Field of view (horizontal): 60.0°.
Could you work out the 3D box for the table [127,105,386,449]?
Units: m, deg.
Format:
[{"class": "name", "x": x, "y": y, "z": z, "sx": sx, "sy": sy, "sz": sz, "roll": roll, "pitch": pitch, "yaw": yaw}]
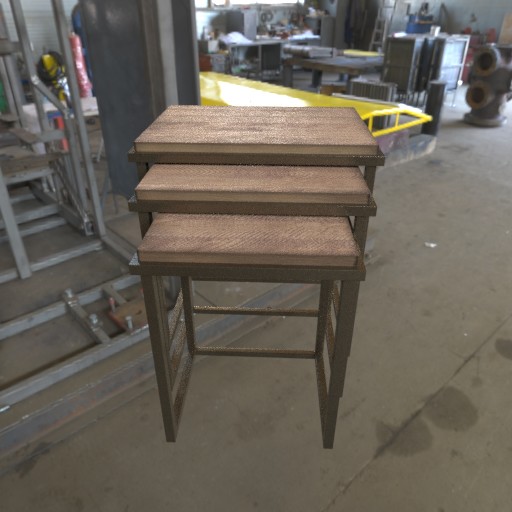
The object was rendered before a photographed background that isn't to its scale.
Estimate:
[{"class": "table", "x": 0.000, "y": 0.000, "z": 1.145, "sx": 0.559, "sy": 0.610, "sz": 0.706, "roll": 1, "pitch": 30, "yaw": 2}]
